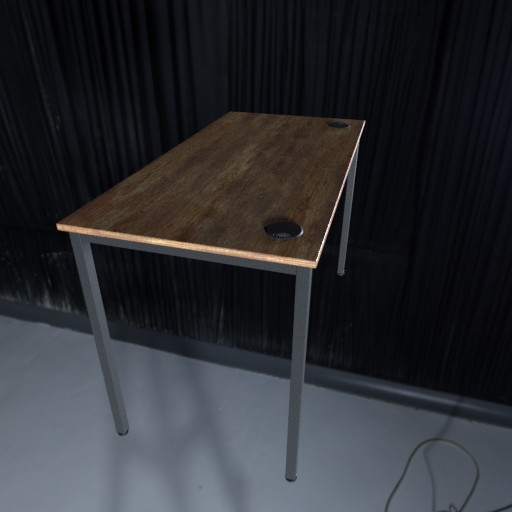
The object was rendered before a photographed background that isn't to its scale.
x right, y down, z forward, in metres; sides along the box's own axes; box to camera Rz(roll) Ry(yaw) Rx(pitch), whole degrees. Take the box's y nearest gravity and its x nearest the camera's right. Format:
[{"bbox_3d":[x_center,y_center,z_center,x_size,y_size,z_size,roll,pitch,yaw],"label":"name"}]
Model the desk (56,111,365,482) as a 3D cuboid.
[{"bbox_3d":[0.000,0.000,1.625,0.600,0.749,1.200,8,31,14],"label":"desk"}]
